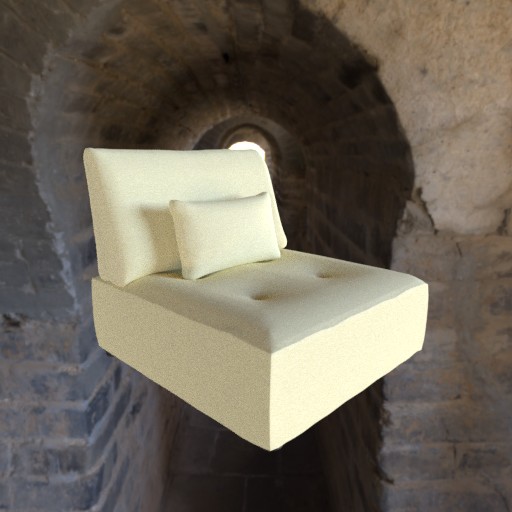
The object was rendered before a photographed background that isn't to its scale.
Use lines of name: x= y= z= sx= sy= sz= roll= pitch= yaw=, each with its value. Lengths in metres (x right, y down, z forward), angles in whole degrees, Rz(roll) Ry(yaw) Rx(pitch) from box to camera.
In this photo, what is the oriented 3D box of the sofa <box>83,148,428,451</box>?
sofa: x=0.000 y=0.000 z=1.728 sx=1.000 sy=0.820 sz=0.930 roll=13 pitch=18 yaw=43
